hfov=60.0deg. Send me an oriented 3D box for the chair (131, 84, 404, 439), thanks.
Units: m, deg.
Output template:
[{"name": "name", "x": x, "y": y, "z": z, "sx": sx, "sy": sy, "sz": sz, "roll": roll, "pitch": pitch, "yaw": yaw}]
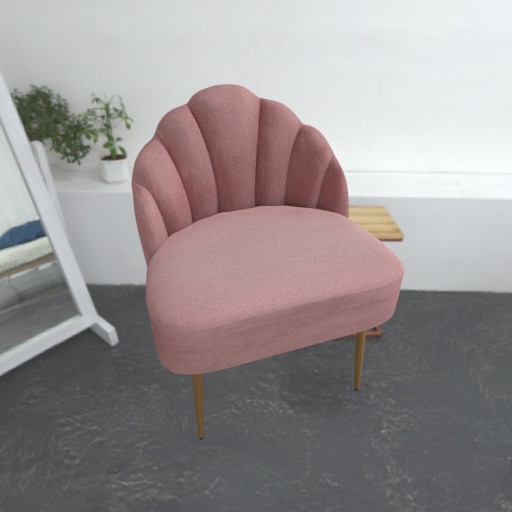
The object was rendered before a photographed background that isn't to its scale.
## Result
[{"name": "chair", "x": 0.000, "y": 0.000, "z": 1.270, "sx": 0.657, "sy": 0.819, "sz": 0.599, "roll": -11, "pitch": 35, "yaw": -16}]
